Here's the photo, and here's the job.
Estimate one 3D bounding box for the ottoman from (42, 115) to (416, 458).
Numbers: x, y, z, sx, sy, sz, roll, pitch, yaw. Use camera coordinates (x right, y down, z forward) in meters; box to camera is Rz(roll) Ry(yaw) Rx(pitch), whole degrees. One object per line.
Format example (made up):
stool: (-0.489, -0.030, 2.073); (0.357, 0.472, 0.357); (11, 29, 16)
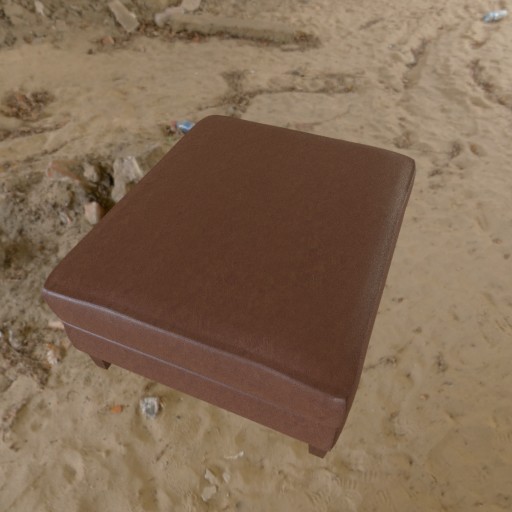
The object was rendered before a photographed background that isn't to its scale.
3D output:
ottoman: (0.000, 0.000, 1.461); (0.836, 0.472, 0.987); (17, 48, 15)
